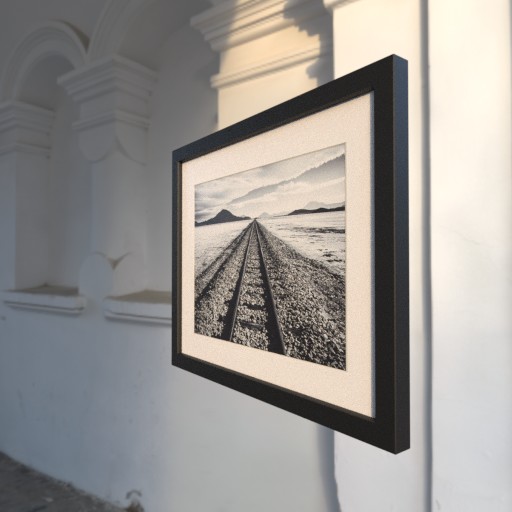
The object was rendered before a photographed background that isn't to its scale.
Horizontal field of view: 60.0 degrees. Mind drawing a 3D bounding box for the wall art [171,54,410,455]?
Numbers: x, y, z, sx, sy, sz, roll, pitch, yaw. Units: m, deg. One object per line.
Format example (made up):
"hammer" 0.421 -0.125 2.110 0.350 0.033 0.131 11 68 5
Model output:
"wall art" 0.000 0.000 0.735 0.029 0.458 0.559 1 -1 -37
